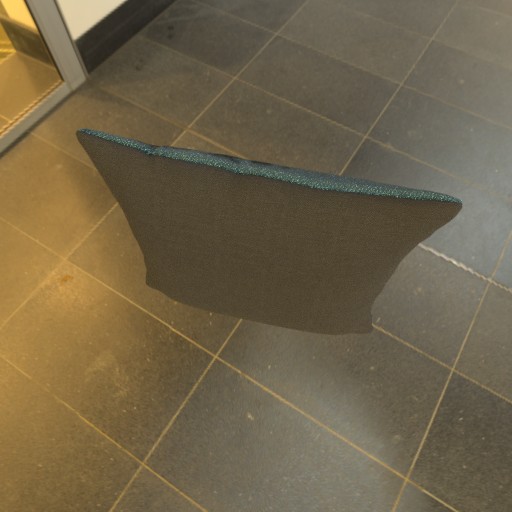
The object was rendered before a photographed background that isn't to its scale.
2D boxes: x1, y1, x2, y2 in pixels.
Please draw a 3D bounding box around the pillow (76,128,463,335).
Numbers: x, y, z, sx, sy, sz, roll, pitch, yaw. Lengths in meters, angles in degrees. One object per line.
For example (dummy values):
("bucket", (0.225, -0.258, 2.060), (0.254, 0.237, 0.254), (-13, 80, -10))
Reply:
("pillow", (0.000, 0.000, 0.651), (0.436, 0.430, 0.138), (11, 63, 6))
